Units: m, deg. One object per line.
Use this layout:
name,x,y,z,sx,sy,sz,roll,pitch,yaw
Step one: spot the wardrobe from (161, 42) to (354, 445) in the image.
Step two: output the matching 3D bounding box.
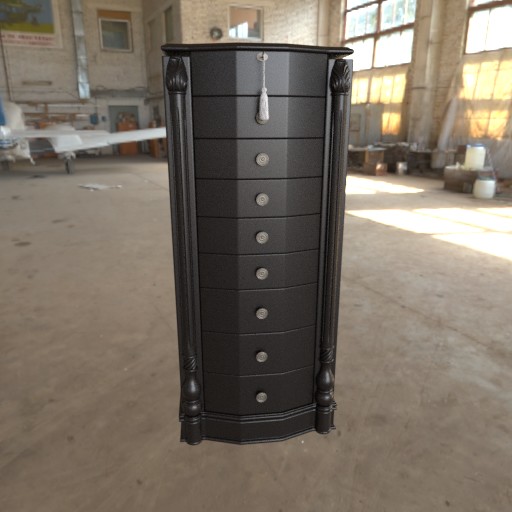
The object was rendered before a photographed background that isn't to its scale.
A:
wardrobe,0.000,0.000,1.187,0.444,1.011,0.295,-2,17,-7
